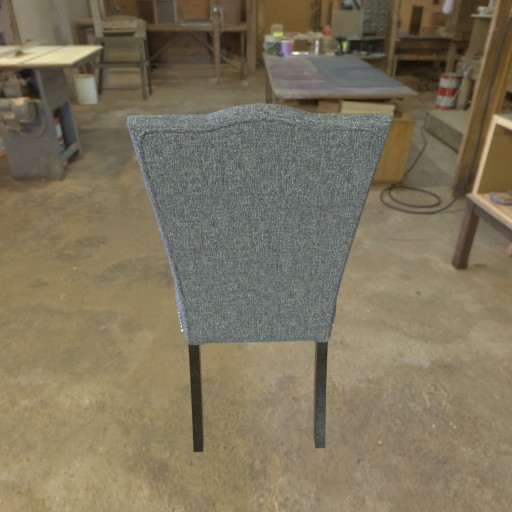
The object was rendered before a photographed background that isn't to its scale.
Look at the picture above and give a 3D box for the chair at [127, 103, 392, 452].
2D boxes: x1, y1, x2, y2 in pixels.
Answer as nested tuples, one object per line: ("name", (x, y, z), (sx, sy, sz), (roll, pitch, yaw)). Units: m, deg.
("chair", (0.000, 0.000, 1.270), (0.518, 0.946, 0.589), (-1, 30, -2))
